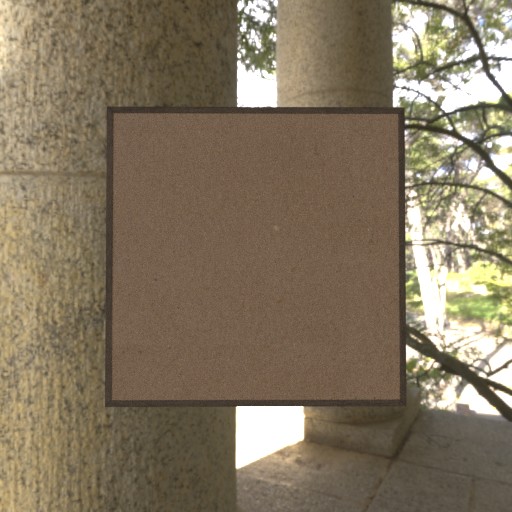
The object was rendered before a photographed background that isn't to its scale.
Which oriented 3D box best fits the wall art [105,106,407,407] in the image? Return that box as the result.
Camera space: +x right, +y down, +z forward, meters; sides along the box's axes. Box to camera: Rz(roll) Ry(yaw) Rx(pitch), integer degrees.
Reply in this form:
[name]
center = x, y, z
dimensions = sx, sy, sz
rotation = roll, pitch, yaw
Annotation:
[wall art]
center = 0.000, 0.000, 1.146
dimensions = 0.762, 0.762, 0.038
rotation = 0, -1, 0
